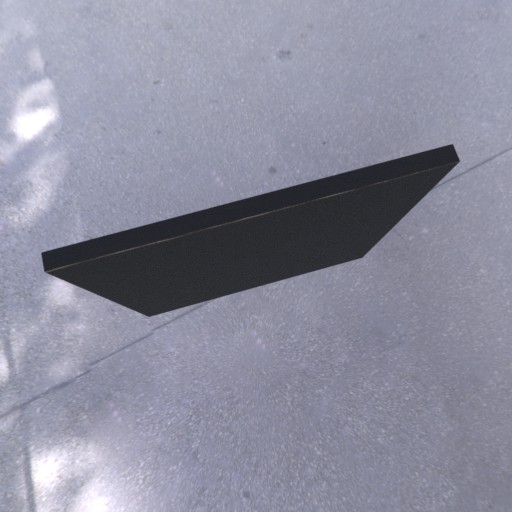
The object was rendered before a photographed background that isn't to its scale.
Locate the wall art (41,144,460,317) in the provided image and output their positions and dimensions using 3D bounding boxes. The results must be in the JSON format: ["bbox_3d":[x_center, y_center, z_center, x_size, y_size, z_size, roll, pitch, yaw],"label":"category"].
[{"bbox_3d":[0.000,0.000,0.461,0.304,0.303,0.015,-15,77,-4],"label":"wall art"}]
